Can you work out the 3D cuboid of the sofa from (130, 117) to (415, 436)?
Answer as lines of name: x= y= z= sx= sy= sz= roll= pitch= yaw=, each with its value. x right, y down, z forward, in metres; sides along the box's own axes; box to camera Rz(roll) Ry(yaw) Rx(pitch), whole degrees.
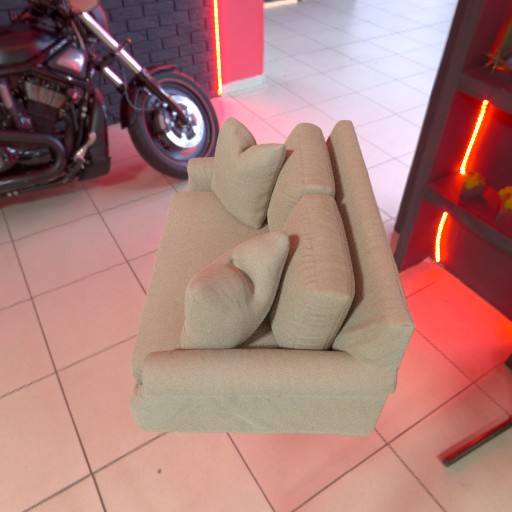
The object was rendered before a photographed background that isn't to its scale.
sofa: x=0.000 y=0.000 z=2.190 sx=1.070 sy=0.905 sz=1.550 roll=0 pitch=44 yaw=0
